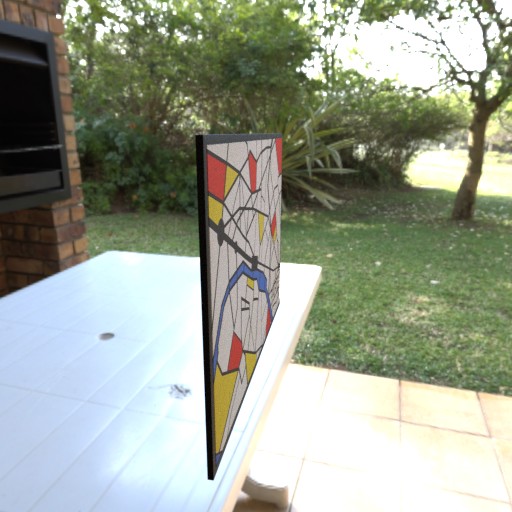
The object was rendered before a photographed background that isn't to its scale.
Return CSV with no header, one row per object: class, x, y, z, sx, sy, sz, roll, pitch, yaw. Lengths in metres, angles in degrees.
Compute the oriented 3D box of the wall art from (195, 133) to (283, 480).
wall art,0.000,0.000,1.251,0.013,0.665,0.963,3,16,10
